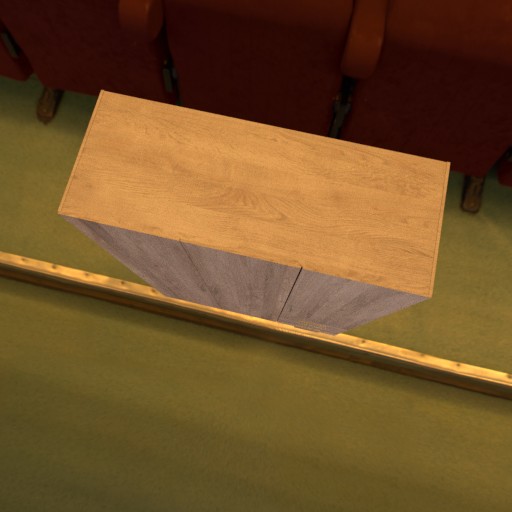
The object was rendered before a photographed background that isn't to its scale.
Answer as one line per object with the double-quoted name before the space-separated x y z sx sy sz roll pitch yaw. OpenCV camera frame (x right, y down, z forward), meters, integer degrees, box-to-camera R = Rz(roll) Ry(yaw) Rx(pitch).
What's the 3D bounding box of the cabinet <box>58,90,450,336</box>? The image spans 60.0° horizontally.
"cabinet" 0.000 0.000 2.466 1.290 1.910 0.510 13 76 3
